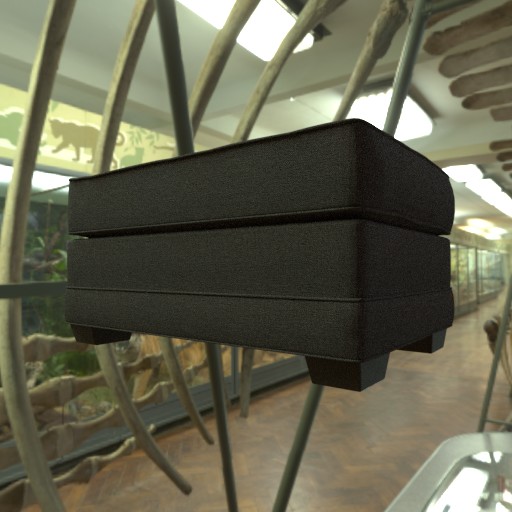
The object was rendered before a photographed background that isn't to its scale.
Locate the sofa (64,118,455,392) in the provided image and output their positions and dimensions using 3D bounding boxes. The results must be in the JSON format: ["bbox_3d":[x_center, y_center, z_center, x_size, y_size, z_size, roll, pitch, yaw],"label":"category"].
[{"bbox_3d":[0.000,0.000,1.145,0.854,0.457,0.578,-1,-2,37],"label":"sofa"}]
